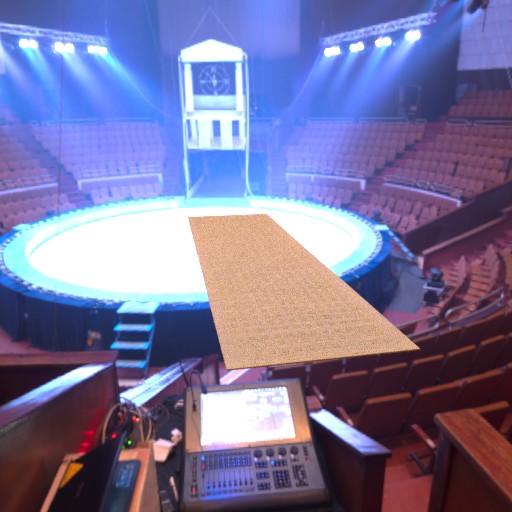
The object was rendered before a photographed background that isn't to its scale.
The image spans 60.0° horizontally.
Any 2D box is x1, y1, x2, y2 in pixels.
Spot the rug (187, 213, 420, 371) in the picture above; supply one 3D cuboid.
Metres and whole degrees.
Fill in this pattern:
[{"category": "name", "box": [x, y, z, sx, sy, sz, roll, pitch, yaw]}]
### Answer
[{"category": "rug", "box": [0.000, 0.000, 2.639, 0.686, 0.006, 2.437, -3, 17, -11]}]
